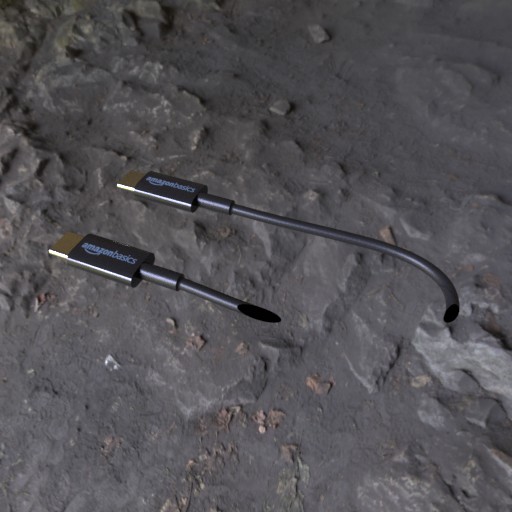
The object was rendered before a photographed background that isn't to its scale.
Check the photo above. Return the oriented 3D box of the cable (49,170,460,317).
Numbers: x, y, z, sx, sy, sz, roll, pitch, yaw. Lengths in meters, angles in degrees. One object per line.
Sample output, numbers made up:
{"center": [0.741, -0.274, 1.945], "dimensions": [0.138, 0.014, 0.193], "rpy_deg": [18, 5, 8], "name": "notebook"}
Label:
{"center": [0.000, 0.000, 0.112], "dimensions": [0.098, 0.005, 0.041], "rpy_deg": [17, 48, 15], "name": "cable"}
